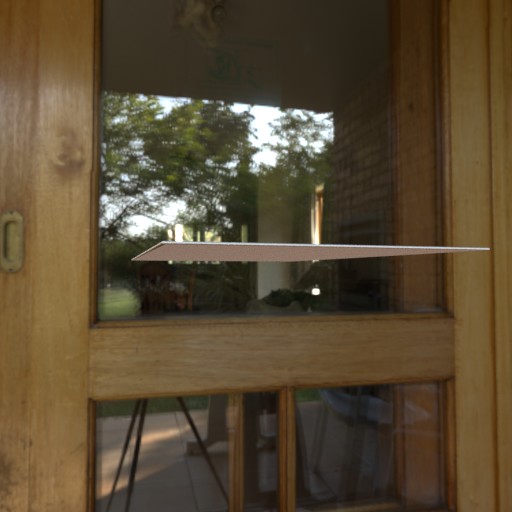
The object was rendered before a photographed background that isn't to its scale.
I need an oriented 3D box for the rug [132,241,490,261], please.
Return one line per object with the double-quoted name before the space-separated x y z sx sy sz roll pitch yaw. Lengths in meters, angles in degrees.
"rug" 0.000 0.000 3.014 1.524 0.012 2.438 1 -2 -18
